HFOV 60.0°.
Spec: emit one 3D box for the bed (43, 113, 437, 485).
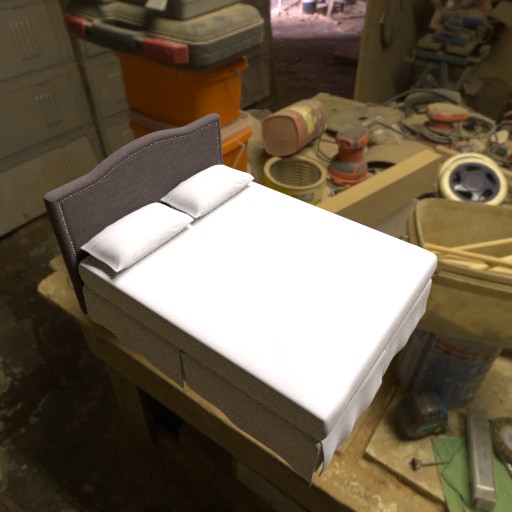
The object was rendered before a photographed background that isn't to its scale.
[{"bbox_3d":[0.000,0.000,3.877,2.689,1.457,2.161,26,47,27],"label":"bed"}]
